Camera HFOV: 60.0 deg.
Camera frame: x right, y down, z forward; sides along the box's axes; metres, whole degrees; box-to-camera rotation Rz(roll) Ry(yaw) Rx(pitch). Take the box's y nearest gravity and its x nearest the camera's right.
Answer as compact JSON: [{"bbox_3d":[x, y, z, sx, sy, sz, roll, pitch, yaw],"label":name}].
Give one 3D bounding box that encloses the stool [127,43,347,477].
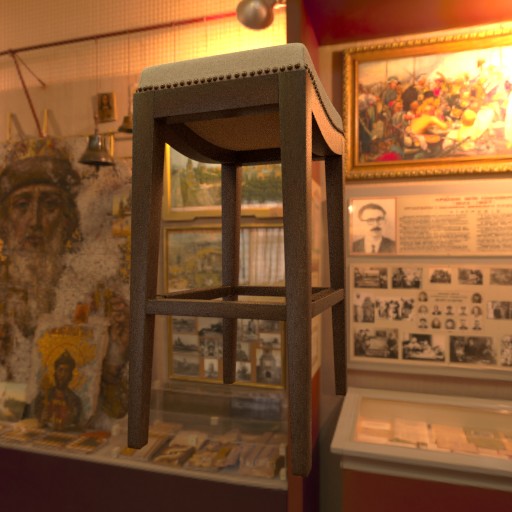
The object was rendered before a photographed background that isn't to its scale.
[{"bbox_3d":[0.000,0.000,1.040,0.358,0.759,0.498,0,0,19],"label":"stool"}]
